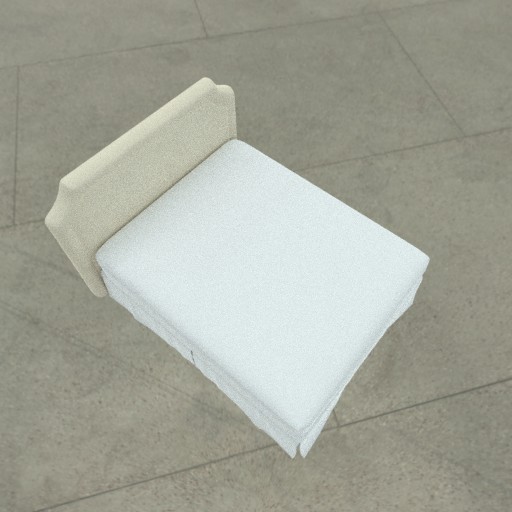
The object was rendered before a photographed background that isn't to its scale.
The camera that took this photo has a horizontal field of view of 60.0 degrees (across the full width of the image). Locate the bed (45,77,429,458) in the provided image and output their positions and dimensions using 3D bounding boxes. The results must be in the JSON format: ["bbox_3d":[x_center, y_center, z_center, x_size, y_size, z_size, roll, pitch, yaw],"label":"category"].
[{"bbox_3d":[0.000,0.000,3.303,2.209,1.296,1.827,36,65,20],"label":"bed"}]
